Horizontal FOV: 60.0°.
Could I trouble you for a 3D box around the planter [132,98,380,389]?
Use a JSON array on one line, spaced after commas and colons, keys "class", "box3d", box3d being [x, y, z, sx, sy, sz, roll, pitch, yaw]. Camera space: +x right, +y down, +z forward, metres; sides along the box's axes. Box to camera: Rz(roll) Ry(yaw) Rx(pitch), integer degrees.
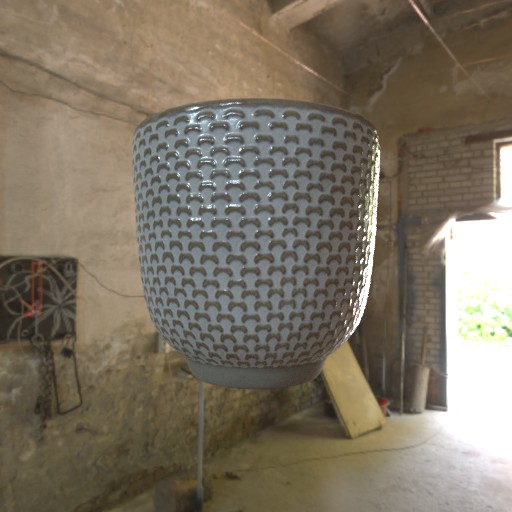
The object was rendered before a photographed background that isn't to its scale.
[{"class": "planter", "box3d": [0.000, 0.000, 0.364, 0.197, 0.191, 0.197, 0, -1, 0]}]
